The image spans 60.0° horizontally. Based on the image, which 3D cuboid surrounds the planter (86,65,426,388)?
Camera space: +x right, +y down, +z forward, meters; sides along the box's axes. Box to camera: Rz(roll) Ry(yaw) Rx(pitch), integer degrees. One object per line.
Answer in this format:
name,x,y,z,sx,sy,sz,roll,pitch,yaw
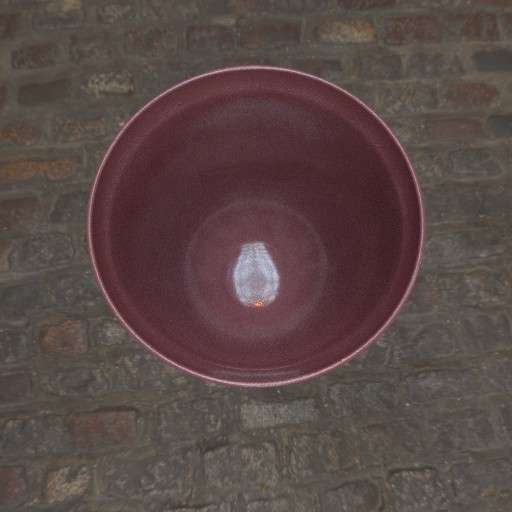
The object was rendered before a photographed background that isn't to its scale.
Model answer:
planter,0.000,0.000,0.358,0.195,0.214,0.195,0,76,0
